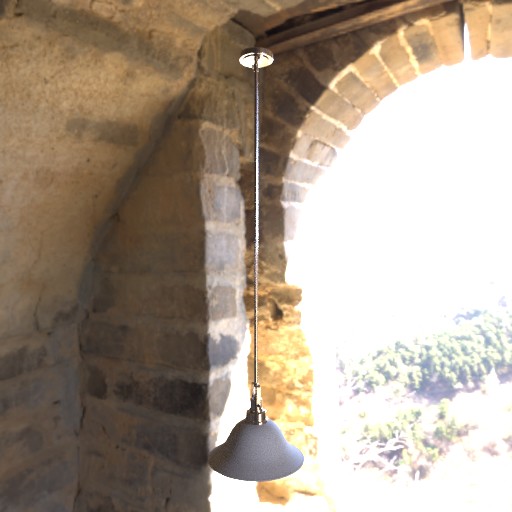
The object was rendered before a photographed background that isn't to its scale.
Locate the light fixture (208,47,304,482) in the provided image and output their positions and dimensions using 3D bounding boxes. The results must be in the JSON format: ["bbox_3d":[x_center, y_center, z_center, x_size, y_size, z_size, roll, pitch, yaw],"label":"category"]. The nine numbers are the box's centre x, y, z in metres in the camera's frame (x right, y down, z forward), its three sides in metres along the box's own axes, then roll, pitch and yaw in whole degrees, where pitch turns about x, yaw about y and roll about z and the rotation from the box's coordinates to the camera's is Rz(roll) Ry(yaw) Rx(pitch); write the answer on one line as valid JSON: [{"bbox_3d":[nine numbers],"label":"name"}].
[{"bbox_3d":[0.000,0.000,1.490,0.324,1.354,0.324,0,0,-17],"label":"light fixture"}]
